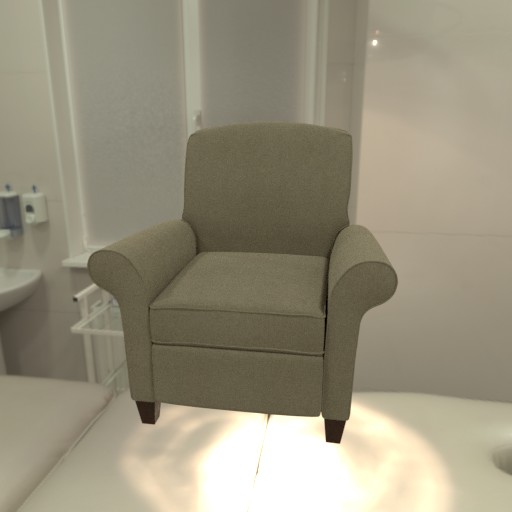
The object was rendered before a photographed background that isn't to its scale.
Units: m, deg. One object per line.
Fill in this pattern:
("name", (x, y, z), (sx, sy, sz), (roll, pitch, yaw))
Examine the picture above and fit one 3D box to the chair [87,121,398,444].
("chair", (0.000, 0.000, 1.795), (0.978, 1.061, 0.905), (2, 16, 9))
